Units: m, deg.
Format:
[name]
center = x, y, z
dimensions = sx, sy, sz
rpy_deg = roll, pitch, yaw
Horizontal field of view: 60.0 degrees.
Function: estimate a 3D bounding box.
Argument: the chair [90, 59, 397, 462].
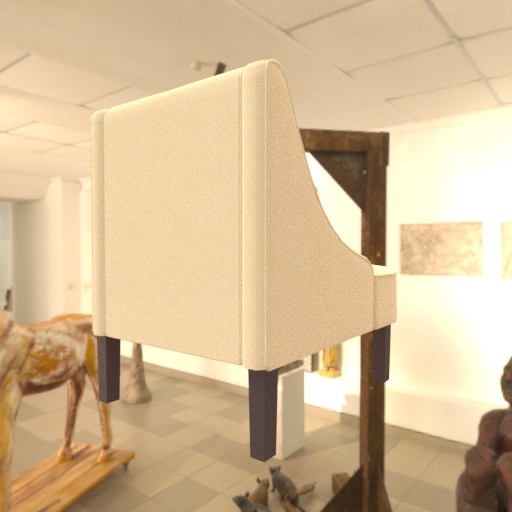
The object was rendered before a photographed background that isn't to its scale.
[chair]
center = 0.000, 0.000, 1.465
dimensions = 0.689, 0.886, 0.806
rpy_deg = 1, 2, 37
